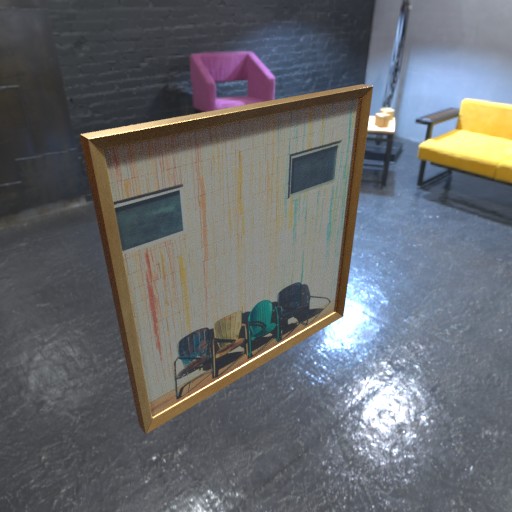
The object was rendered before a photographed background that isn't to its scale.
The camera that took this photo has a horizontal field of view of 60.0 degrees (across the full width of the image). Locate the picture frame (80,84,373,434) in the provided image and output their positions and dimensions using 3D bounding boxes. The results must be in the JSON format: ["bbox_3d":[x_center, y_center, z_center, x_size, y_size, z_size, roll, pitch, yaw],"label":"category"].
[{"bbox_3d":[0.000,0.000,1.156,0.758,0.761,0.037,-23,38,-33],"label":"picture frame"}]
